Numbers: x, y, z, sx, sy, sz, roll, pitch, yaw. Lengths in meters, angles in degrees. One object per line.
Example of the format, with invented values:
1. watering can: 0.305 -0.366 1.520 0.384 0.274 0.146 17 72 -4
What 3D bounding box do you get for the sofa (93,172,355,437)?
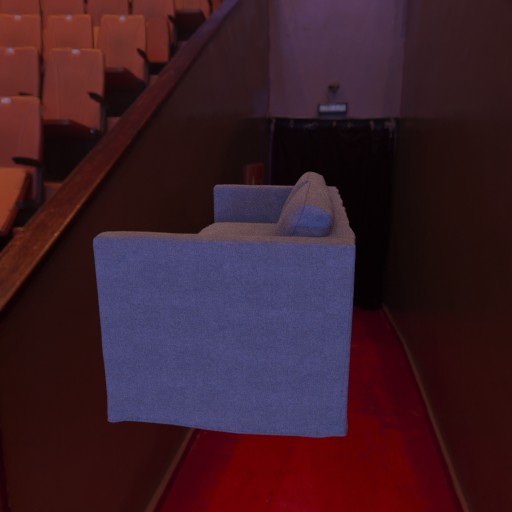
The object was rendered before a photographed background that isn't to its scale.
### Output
1. sofa: 0.000 0.000 2.493 0.953 0.855 1.982 2 15 8
